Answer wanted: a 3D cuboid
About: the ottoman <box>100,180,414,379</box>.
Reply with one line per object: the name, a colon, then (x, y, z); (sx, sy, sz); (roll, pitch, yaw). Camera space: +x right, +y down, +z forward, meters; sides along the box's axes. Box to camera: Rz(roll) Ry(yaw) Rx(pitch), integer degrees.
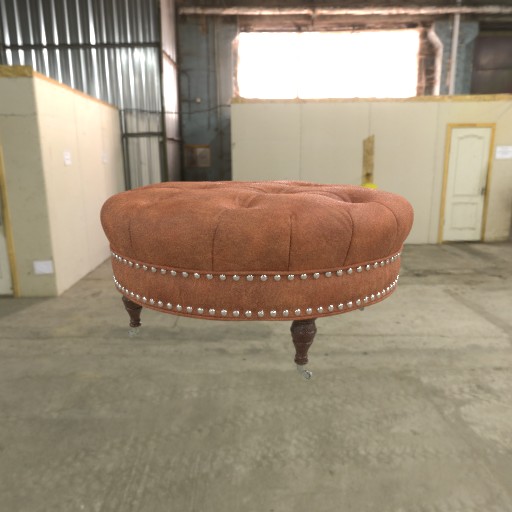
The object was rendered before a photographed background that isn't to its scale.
ottoman: (0.000, 0.000, 1.372); (0.901, 0.444, 0.901); (0, 13, 0)
